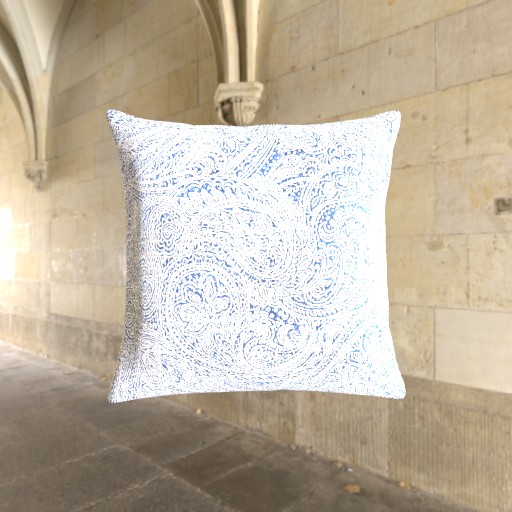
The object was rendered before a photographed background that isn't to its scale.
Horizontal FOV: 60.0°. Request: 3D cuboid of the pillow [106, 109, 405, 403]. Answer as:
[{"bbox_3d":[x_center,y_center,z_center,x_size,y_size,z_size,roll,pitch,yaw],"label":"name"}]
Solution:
[{"bbox_3d":[0.000,0.000,0.776,0.523,0.510,0.166,0,-1,-1],"label":"pillow"}]
